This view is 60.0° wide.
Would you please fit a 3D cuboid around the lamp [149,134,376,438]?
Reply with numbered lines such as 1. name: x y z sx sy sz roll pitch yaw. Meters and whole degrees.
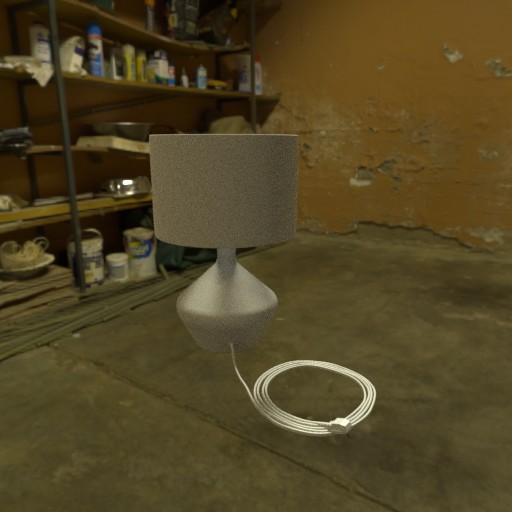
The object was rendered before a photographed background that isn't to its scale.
1. lamp: 0.000 0.000 0.866 0.401 0.457 0.546 -2 15 -8
